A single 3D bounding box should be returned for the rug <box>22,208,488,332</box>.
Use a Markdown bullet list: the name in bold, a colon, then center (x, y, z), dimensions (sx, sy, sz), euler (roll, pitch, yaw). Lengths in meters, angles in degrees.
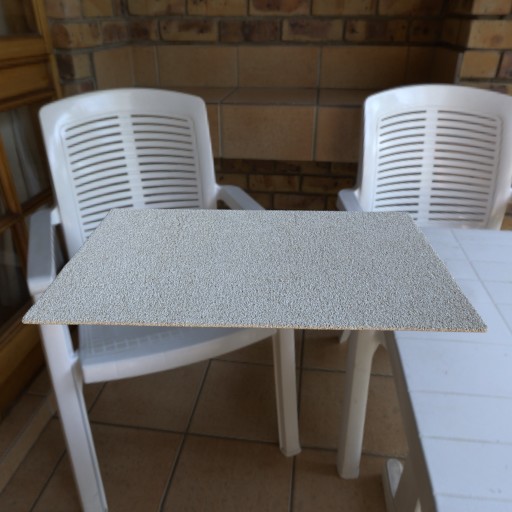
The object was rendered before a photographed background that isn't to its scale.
- **rug**: center (0.000, 0.000, 2.968), dimensions (2.438, 0.030, 1.524), euler (1, 29, 2)
